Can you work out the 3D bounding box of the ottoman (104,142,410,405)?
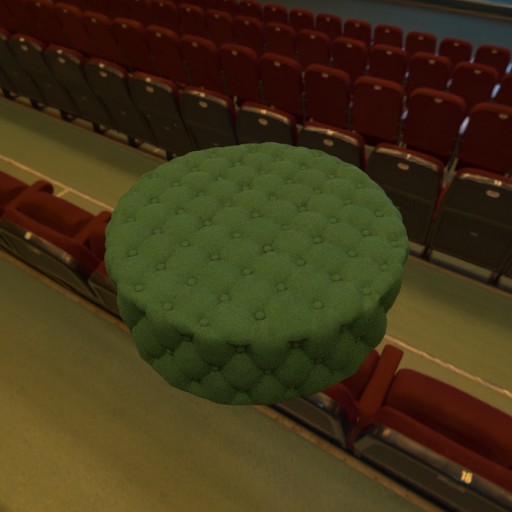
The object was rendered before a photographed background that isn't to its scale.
[{"bbox_3d":[0.000,0.000,1.572,0.998,0.399,0.998,0,44,0],"label":"ottoman"}]
